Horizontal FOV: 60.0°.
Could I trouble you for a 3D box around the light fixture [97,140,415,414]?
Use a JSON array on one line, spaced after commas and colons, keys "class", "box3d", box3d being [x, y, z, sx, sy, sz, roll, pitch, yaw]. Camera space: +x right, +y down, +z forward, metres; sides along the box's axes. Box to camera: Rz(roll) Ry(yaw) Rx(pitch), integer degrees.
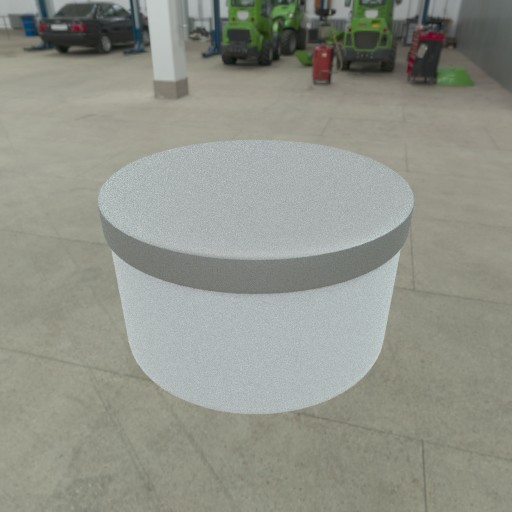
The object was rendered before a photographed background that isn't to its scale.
[{"class": "light fixture", "box3d": [0.000, 0.000, 0.631, 0.393, 0.229, 0.393, 0, 30, 0]}]
